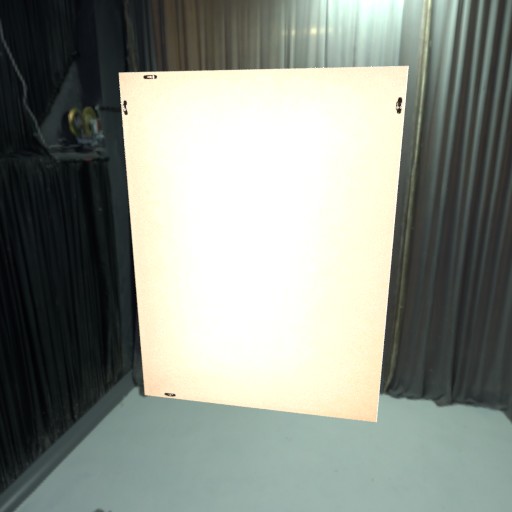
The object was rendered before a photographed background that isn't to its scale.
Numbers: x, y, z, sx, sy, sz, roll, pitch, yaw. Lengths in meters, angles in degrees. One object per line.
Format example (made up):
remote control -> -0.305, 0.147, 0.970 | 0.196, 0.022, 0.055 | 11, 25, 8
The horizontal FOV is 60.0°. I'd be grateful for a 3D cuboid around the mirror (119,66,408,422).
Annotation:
mirror -> 0.000, 0.000, 1.306 | 0.762, 1.016, 0.040 | 3, 17, 10
